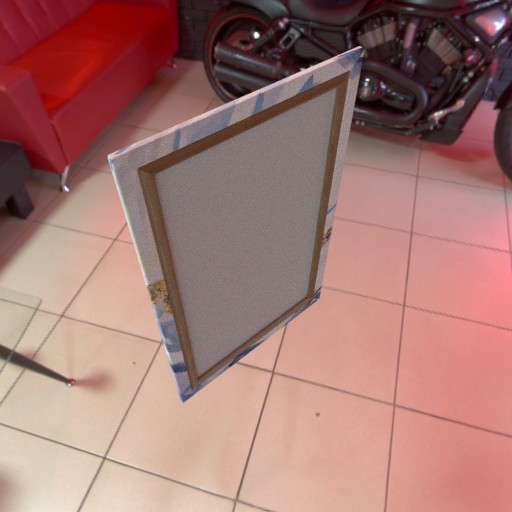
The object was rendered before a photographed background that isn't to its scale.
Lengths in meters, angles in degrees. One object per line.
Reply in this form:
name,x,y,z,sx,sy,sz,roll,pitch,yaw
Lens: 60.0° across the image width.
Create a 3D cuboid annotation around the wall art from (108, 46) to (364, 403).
wall art,0.000,0.000,1.166,0.610,0.914,0.016,-33,56,-26
